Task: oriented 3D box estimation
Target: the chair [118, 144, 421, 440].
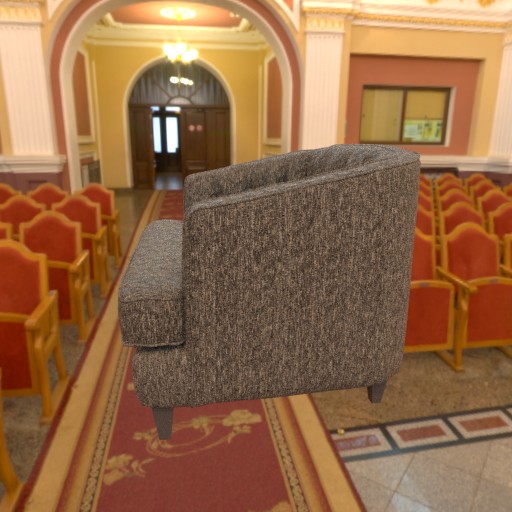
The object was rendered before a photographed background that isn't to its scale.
[{"bbox_3d":[0.000,0.000,1.744,0.941,0.852,1.104,-2,15,-9],"label":"chair"}]
